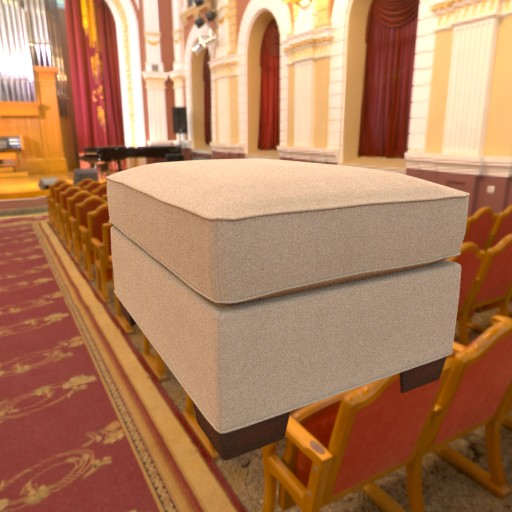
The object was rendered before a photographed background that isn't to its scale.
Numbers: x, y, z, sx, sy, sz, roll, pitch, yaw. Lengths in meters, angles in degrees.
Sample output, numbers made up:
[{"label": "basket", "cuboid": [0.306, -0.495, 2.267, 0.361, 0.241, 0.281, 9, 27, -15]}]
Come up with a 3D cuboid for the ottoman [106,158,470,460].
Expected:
[{"label": "ottoman", "cuboid": [0.000, 0.000, 1.210, 0.617, 0.503, 0.846, -8, 17, -28]}]
